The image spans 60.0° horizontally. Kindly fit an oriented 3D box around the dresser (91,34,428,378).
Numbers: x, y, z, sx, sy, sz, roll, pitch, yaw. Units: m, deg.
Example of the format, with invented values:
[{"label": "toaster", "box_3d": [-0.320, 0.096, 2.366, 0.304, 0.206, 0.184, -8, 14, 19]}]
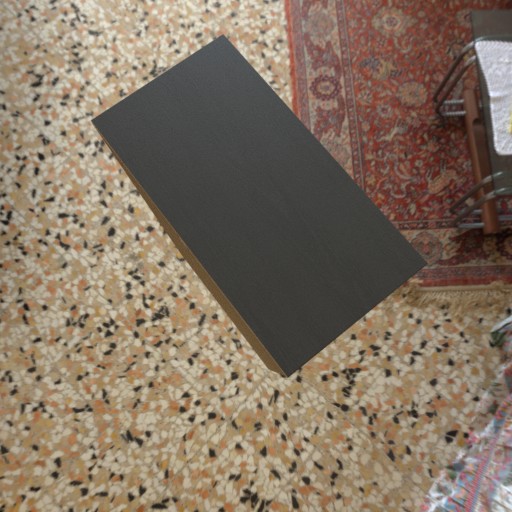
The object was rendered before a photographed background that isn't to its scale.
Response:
[{"label": "dresser", "box_3d": [0.000, 0.000, 1.562, 0.399, 1.255, 0.704, -37, 79, -8]}]
